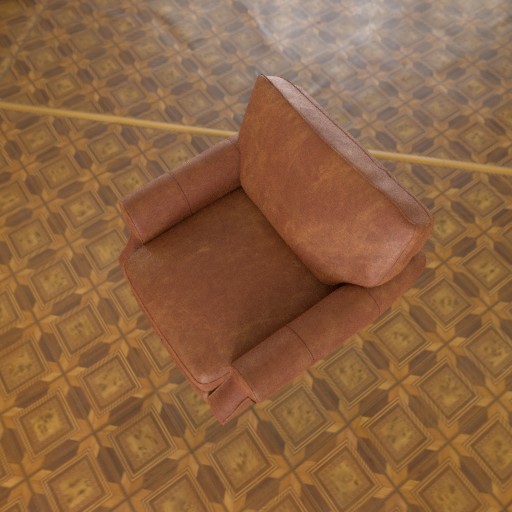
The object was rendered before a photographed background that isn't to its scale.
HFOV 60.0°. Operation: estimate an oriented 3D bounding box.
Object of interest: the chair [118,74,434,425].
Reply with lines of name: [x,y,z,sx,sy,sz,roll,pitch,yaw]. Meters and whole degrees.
chair: [0.000,0.000,1.792,0.986,0.962,0.983,-33,68,-15]
